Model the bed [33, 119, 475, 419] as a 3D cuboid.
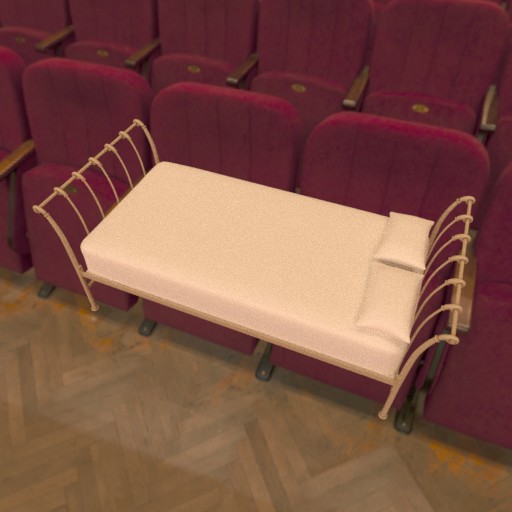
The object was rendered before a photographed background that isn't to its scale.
[{"bbox_3d":[0.000,0.000,2.741,2.228,0.873,1.032,17,49,15],"label":"bed"}]
